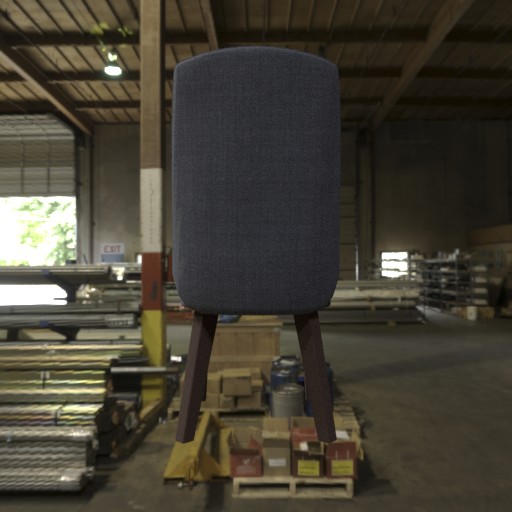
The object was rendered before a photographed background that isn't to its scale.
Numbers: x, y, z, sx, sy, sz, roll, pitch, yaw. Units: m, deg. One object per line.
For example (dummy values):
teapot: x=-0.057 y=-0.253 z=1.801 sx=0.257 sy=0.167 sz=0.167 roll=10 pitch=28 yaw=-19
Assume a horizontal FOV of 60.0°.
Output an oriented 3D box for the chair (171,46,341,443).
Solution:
chair: x=0.000 y=0.000 z=1.389 sx=0.510 sy=1.050 sz=0.577 roll=0 pitch=-1 yaw=0
